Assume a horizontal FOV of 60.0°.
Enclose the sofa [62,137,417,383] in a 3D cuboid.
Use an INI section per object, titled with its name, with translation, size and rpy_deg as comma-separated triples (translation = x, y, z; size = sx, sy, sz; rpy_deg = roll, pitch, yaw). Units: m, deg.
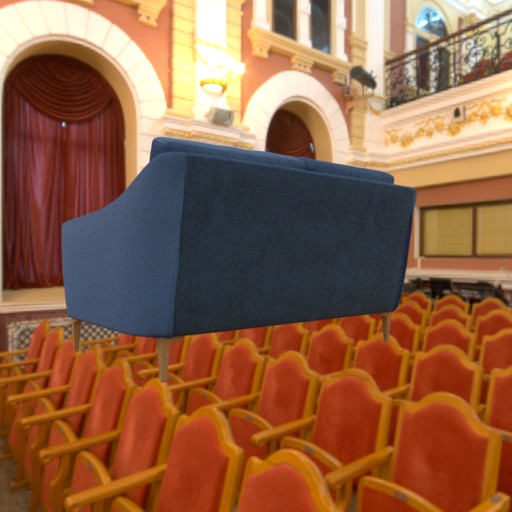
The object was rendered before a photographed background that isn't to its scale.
[sofa]
translation = 0.000, 0.000, 2.204
size = 1.619, 0.902, 0.960
rpy_deg = 0, 0, -36
